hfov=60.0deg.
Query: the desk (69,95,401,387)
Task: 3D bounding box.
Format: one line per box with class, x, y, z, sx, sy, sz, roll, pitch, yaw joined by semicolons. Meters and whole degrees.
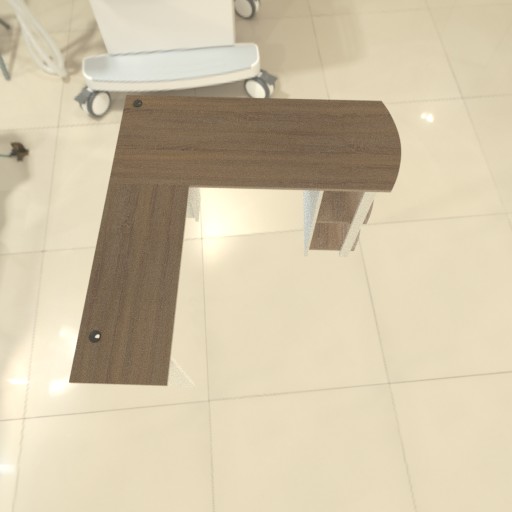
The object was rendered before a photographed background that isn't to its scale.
desk;0.000;0.000;2.186;1.303;0.716;1.361;2;65;1
